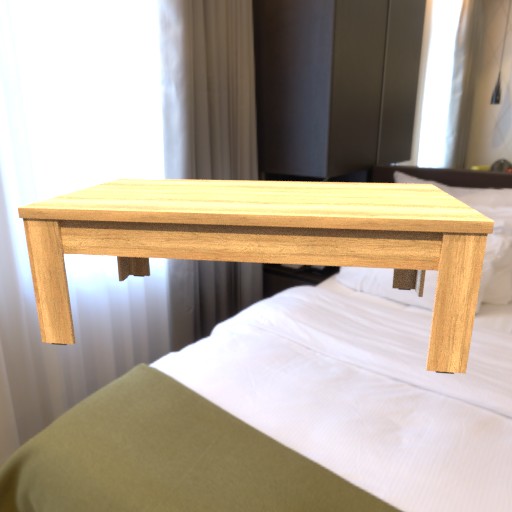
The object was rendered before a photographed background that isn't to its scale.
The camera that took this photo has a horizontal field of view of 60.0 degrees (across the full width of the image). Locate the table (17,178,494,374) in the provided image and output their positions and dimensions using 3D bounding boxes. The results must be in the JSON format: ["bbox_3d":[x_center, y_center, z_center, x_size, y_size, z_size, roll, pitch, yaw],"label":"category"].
[{"bbox_3d":[0.000,0.000,1.640,1.350,0.460,0.700,2,17,8],"label":"table"}]
